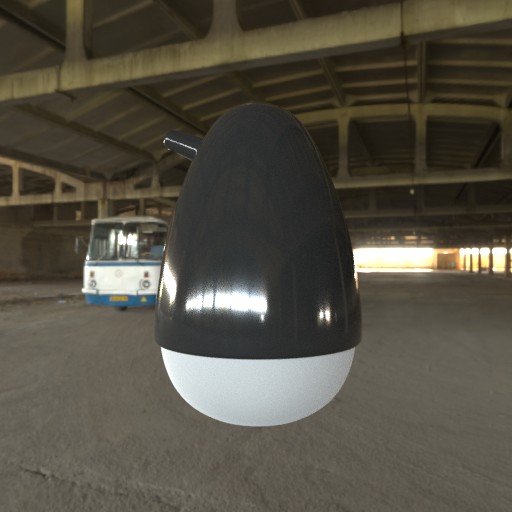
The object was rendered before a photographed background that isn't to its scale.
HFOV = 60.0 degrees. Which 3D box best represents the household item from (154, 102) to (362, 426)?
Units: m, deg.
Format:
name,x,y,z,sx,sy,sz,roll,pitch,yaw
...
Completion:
name,x,y,z,sx,sy,sz,roll,pitch,yaw
household item,0.000,0.000,0.223,0.104,0.152,0.102,0,-1,20
